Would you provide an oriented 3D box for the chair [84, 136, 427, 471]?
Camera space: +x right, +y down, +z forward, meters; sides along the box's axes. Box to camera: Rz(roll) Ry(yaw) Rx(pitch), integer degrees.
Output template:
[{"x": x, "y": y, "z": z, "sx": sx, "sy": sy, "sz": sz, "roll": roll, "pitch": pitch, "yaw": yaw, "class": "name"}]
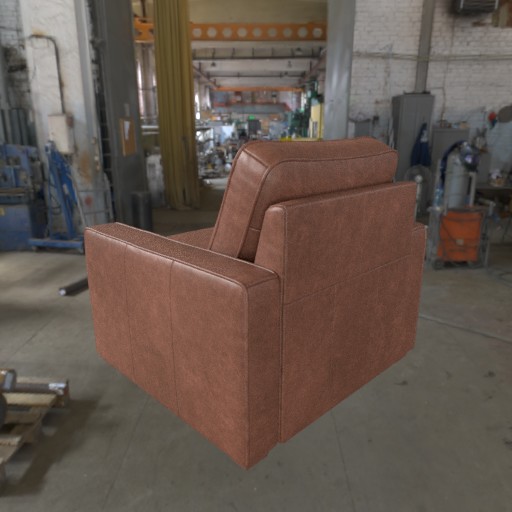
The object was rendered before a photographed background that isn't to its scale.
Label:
[{"x": 0.000, "y": 0.000, "z": 1.756, "sx": 1.017, "sy": 0.919, "sz": 0.940, "roll": -16, "pitch": 23, "yaw": -42, "class": "chair"}]
